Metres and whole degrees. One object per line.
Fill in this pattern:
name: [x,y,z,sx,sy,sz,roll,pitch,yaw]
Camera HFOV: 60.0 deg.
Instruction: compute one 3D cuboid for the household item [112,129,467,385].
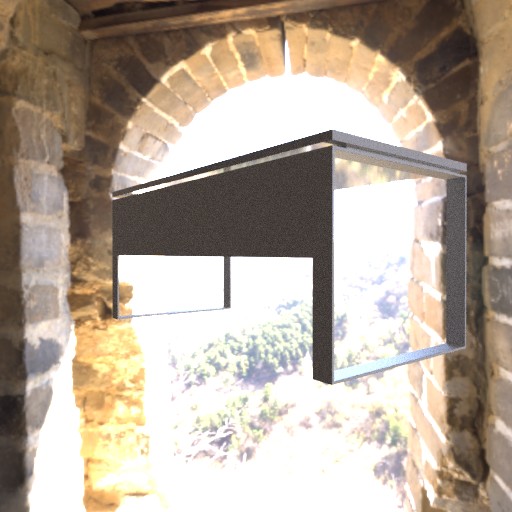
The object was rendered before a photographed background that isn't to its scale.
household item: [0.000,0.000,2.191,0.800,0.745,1.700,0,0,-39]
